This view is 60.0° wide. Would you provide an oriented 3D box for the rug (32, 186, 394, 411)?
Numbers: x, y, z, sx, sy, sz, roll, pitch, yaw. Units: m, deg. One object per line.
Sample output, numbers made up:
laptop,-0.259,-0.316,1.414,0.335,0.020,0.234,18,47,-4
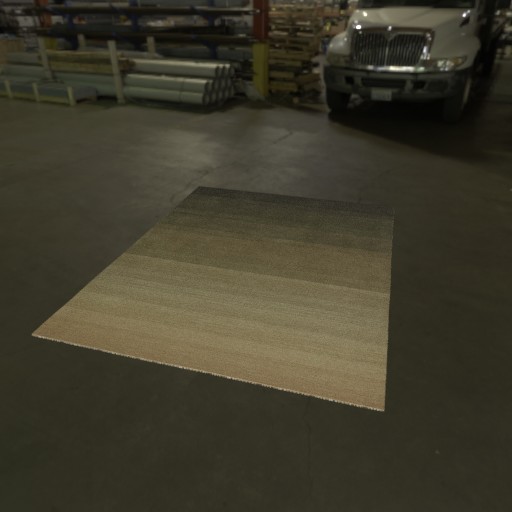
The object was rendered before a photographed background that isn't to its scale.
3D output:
rug,0.000,0.000,3.930,2.315,0.015,2.932,8,31,14
